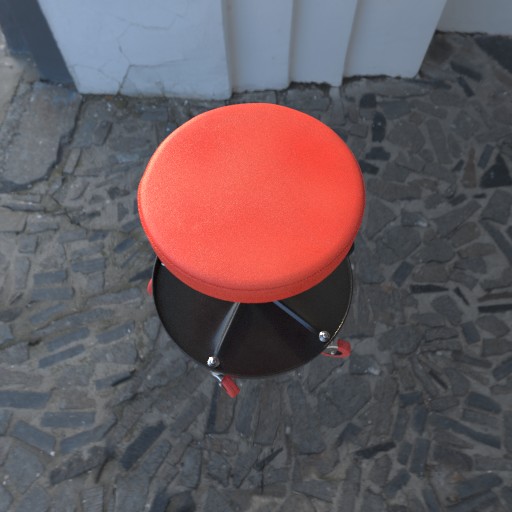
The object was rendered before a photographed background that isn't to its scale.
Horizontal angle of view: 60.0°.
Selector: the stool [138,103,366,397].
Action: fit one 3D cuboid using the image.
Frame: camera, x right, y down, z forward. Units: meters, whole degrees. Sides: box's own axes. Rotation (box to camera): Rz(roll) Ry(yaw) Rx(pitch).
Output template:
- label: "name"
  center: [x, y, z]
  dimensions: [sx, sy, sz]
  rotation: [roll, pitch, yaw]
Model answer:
- label: "stool"
  center: [0.000, 0.000, 0.686]
  dimensions: [0.382, 0.365, 0.381]
  rotation: [16, 65, 8]
